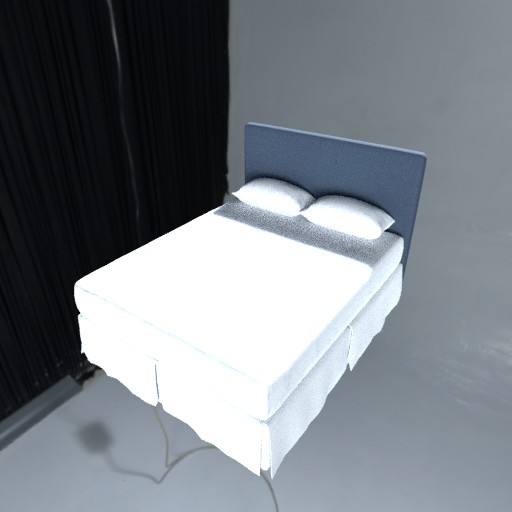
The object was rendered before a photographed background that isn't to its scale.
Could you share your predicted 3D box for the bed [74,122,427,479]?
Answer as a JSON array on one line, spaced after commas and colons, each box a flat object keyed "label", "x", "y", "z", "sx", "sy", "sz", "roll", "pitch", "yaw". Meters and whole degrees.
[{"label": "bed", "x": 0.000, "y": 0.000, "z": 3.269, "sx": 1.713, "sy": 1.330, "sz": 2.162, "roll": 20, "pitch": 36, "yaw": 30}]
